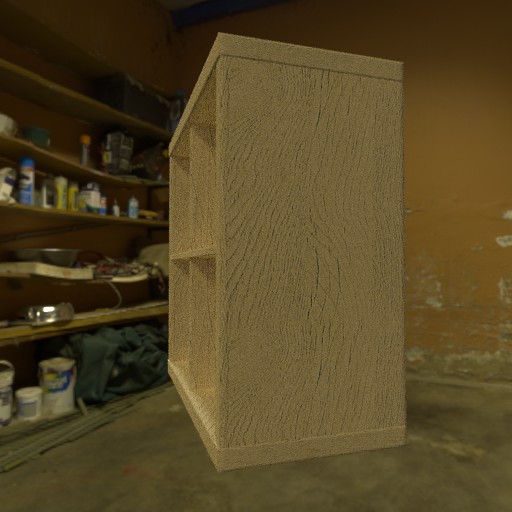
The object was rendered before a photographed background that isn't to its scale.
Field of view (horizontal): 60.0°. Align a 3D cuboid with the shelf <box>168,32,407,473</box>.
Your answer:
[{"bbox_3d":[0.000,0.000,1.226,0.390,0.786,0.790,0,-2,-18],"label":"shelf"}]
